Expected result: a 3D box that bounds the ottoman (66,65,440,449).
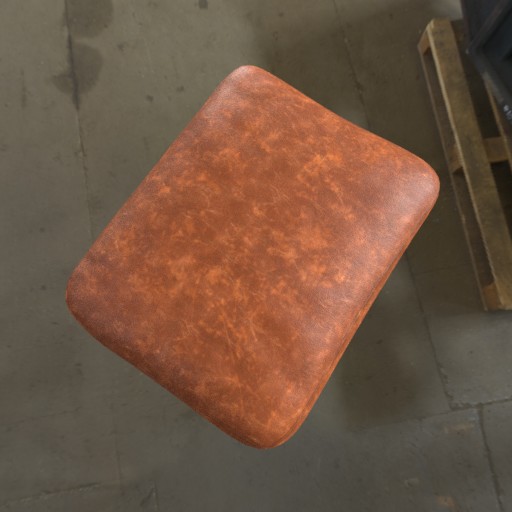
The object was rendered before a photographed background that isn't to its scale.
[{"bbox_3d":[0.000,0.000,1.258,0.657,0.562,0.832,33,79,8],"label":"ottoman"}]
